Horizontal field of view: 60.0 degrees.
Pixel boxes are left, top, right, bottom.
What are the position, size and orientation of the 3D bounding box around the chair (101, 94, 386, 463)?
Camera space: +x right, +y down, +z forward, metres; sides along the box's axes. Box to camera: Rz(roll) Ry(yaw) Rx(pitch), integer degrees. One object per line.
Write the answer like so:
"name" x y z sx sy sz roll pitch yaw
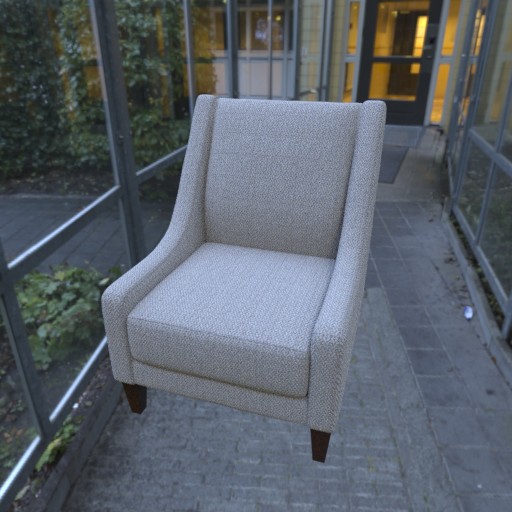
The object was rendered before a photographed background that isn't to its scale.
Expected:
"chair" 0.000 0.000 1.607 0.774 1.014 0.870 8 27 16
